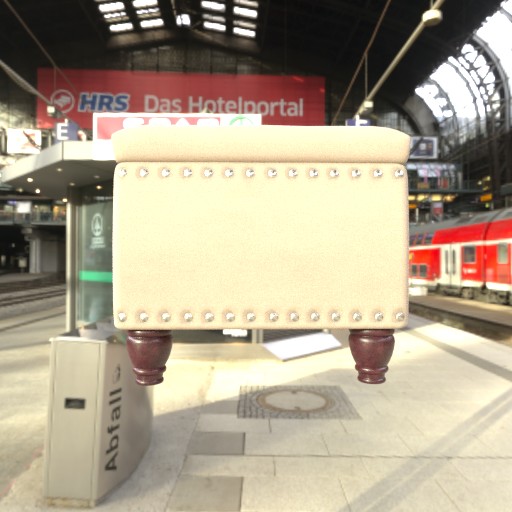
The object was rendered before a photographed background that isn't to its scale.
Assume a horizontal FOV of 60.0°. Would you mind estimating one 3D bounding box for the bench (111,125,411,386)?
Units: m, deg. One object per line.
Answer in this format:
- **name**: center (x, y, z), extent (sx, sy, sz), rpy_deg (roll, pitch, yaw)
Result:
- **bench**: center (0.000, 0.000, 1.169), extent (0.500, 0.449, 0.887), rpy_deg (0, -1, -1)
